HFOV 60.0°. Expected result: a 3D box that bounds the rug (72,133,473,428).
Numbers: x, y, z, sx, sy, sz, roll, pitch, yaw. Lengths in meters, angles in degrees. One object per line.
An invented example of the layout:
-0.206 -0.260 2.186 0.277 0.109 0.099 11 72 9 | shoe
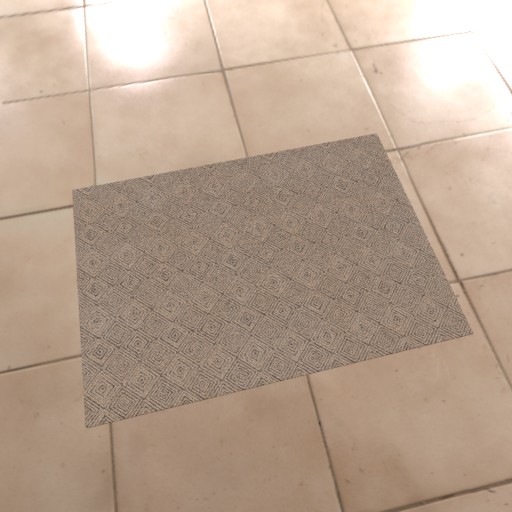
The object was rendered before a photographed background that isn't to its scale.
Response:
0.000 0.000 2.835 2.238 0.008 1.593 -12 63 -6 | rug
